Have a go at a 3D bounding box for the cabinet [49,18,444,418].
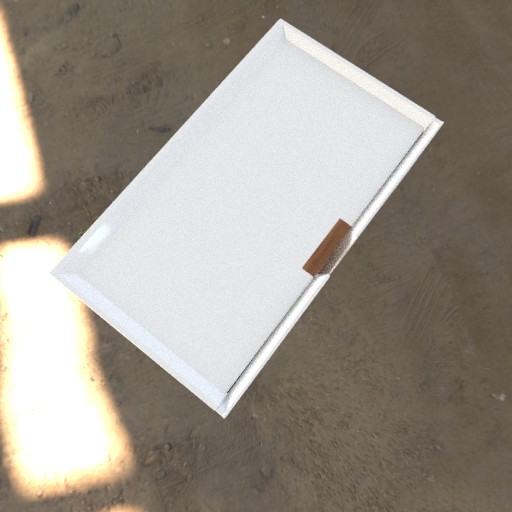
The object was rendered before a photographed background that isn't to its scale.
[{"bbox_3d":[0.000,0.000,1.079,0.344,0.772,0.591,37,78,9],"label":"cabinet"}]
